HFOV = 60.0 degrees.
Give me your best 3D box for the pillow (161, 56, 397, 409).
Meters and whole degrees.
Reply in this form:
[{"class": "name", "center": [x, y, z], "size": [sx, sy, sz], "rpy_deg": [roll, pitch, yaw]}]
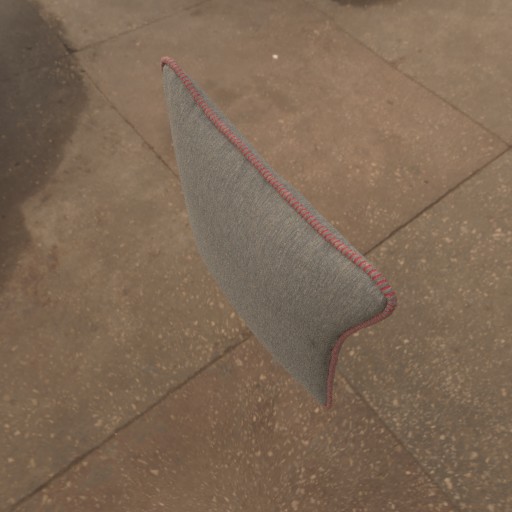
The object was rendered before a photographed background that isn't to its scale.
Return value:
[{"class": "pillow", "center": [0.000, 0.000, 0.734], "size": [0.124, 0.491, 0.482], "rpy_deg": [-31, 63, -17]}]
